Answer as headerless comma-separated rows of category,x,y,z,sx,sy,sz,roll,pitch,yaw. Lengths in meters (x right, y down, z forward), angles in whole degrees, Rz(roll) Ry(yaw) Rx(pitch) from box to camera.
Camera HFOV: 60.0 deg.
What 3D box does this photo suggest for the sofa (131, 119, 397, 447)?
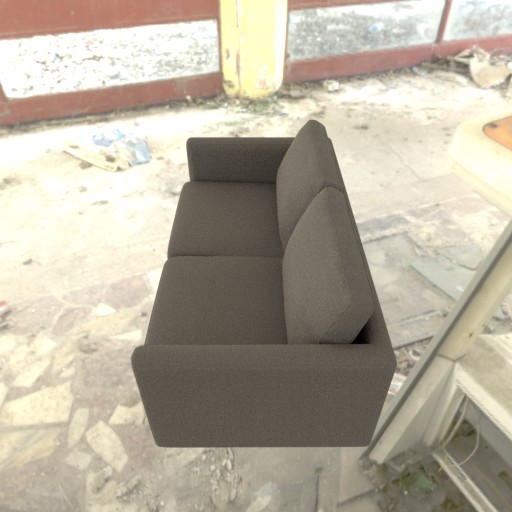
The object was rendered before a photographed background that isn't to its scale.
sofa,0.000,0.000,2.257,0.940,0.866,1.713,0,40,0
